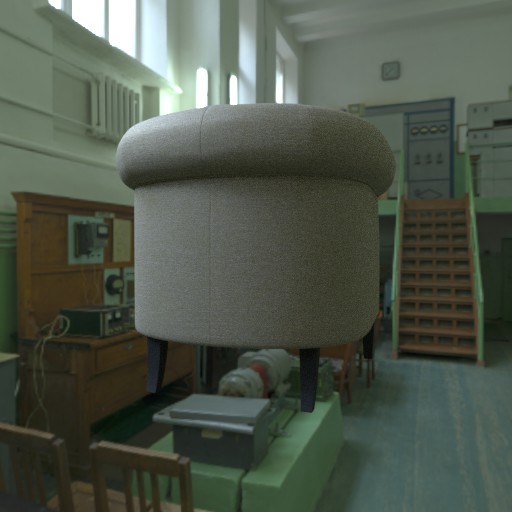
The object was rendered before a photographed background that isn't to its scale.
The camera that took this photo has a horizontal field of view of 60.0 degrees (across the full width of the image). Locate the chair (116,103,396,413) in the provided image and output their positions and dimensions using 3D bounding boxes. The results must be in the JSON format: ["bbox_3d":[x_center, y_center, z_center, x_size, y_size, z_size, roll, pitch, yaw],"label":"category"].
[{"bbox_3d":[0.000,0.000,1.528,0.905,0.827,0.852,0,1,19],"label":"chair"}]
